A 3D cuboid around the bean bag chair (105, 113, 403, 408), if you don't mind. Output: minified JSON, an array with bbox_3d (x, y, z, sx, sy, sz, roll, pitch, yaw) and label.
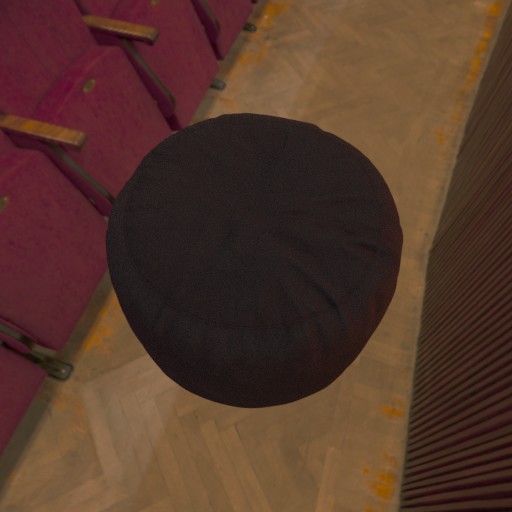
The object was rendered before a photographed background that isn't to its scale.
[{"bbox_3d":[0.000,0.000,1.978,1.219,0.762,1.219,0,58,0],"label":"bean bag chair"}]
